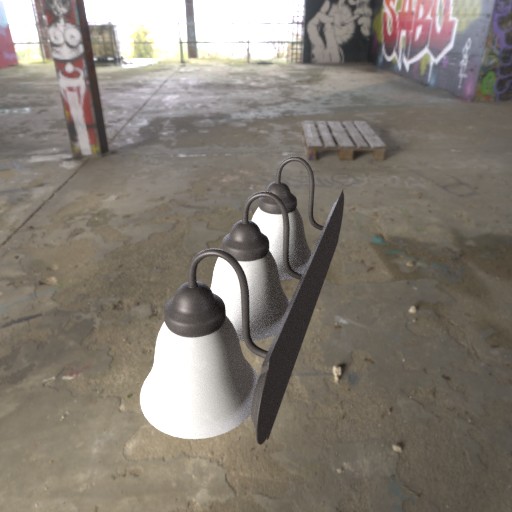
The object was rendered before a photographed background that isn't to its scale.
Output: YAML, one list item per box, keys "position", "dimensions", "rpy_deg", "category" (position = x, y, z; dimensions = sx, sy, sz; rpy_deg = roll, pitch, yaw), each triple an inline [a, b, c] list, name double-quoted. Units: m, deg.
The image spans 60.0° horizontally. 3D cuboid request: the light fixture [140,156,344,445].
- position: [0.000, 0.000, 0.712]
  dimensions: [0.199, 0.222, 0.610]
  rpy_deg: [9, 30, 16]
  category: "light fixture"
